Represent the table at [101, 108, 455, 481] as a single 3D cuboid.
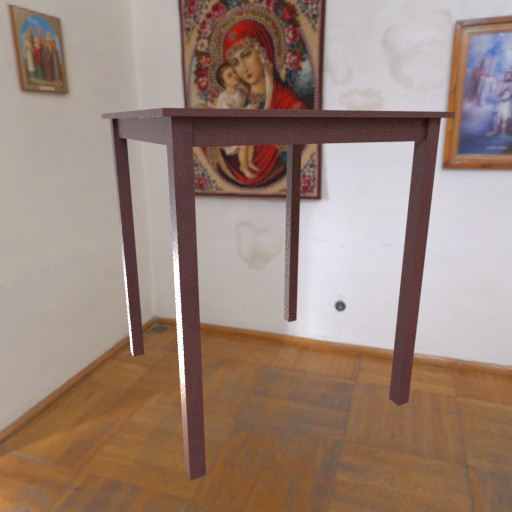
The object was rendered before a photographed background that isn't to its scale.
[{"bbox_3d":[0.000,0.000,1.613,0.861,0.991,0.861,-8,19,-25],"label":"table"}]
